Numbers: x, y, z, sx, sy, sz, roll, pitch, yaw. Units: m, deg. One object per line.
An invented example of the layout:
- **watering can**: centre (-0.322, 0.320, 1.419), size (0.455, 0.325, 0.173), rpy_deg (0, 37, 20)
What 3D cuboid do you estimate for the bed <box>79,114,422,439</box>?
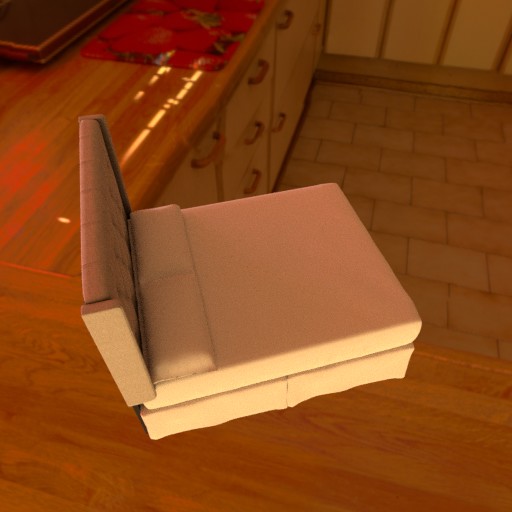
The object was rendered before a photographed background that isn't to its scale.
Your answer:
- **bed**: centre (0.000, 0.000, 3.271), size (2.066, 1.665, 1.719), rpy_deg (-12, 49, -10)
